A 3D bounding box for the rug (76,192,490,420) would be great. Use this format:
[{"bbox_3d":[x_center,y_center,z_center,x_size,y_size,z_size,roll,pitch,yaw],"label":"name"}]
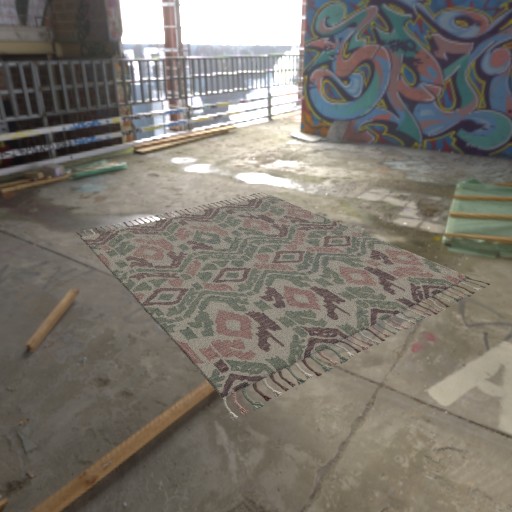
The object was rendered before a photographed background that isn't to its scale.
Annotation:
[{"bbox_3d":[0.000,0.000,3.997,2.438,0.010,3.048,-17,30,-31],"label":"rug"}]
